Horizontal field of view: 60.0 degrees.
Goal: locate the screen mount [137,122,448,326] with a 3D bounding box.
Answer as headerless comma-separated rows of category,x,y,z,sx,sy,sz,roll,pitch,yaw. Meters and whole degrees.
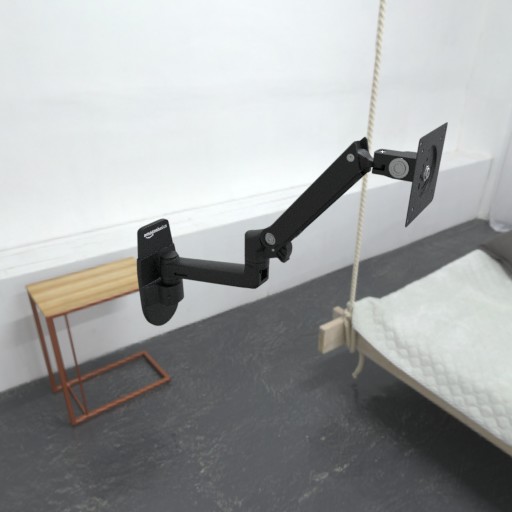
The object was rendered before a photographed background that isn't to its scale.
screen mount,0.000,0.000,0.733,0.495,0.466,0.115,18,32,30
